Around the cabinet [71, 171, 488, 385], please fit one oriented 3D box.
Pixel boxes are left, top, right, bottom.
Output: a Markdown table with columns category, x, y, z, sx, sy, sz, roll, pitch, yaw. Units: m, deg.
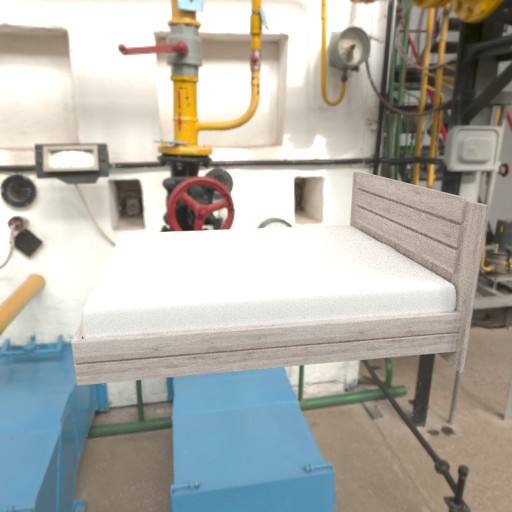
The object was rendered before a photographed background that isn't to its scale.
| category | x | y | z | sx | sy | sz | roll | pitch | yaw |
| --- | --- | --- | --- | --- | --- | --- | --- | --- | --- |
| cabinet | 0.000 | 0.000 | 3.030 | 2.080 | 0.970 | 1.750 | -3 | 17 | -9 |
